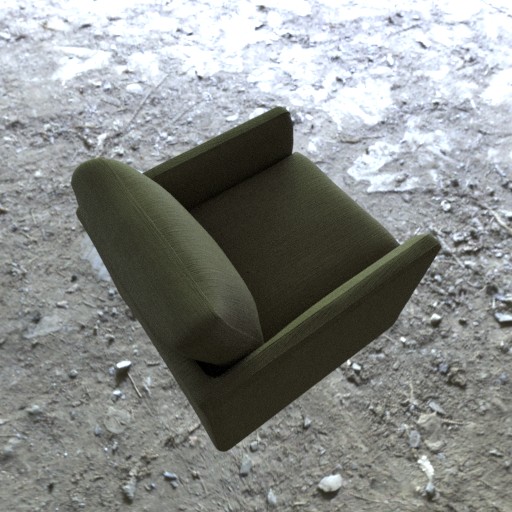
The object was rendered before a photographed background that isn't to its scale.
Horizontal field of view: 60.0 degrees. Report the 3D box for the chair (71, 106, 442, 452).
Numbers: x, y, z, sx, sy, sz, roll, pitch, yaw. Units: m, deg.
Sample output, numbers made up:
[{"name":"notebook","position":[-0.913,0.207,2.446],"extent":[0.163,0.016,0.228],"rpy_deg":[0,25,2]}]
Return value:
[{"name":"chair","position":[0.000,0.000,1.453],"extent":[0.834,0.811,0.763],"rpy_deg":[-31,62,-19]}]
